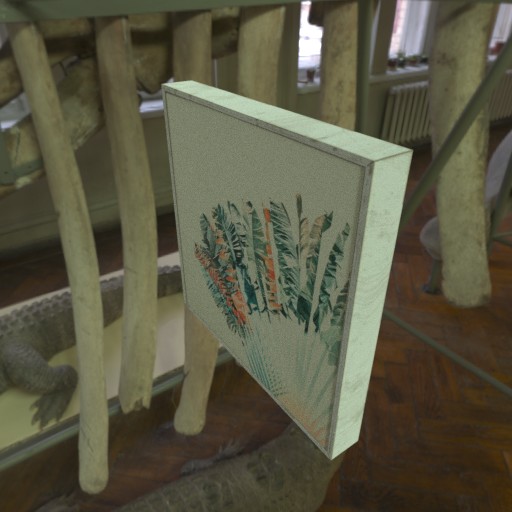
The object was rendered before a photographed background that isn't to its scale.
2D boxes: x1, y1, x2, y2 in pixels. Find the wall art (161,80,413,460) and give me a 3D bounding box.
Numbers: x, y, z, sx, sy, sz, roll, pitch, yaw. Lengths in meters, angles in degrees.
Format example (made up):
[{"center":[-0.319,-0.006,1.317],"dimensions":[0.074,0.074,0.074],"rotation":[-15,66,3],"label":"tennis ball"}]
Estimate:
[{"center":[0.000,0.000,0.469],"dimensions":[0.038,0.303,0.305],"rotation":[-20,37,-30],"label":"wall art"}]
